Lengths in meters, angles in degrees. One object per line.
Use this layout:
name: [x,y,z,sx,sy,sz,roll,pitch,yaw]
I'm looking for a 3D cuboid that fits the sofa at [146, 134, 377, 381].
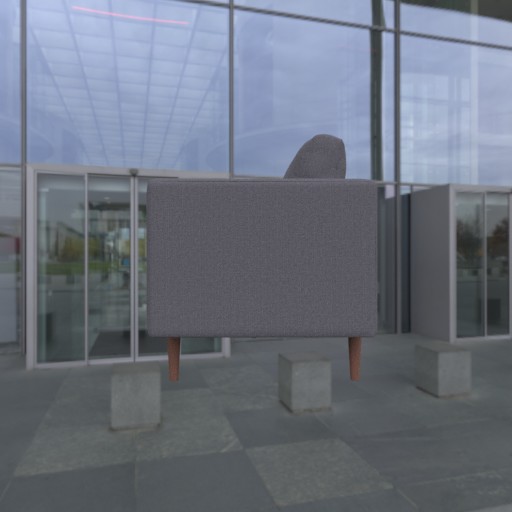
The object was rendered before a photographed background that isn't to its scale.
sofa: [0.000,0.000,2.478,0.802,0.912,2.029,0,0,0]
